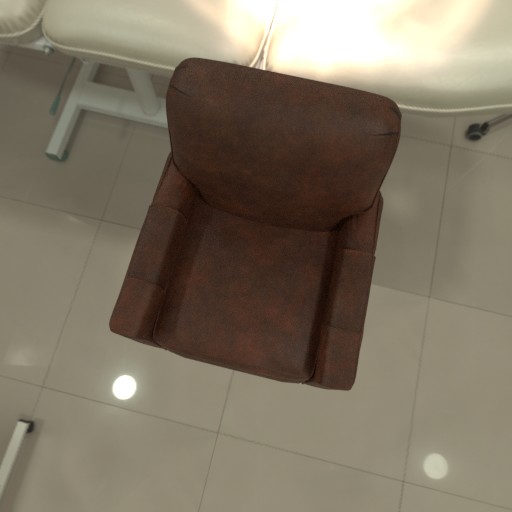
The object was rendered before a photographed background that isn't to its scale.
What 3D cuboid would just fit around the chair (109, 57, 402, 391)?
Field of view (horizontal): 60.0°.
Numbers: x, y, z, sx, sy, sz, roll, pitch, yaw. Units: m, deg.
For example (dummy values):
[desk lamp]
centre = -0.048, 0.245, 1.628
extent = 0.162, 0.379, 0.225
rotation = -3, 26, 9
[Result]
[chair]
centre = 0.000, 0.000, 1.653
extent = 0.843, 1.043, 0.836
rotation = 13, 75, 4
